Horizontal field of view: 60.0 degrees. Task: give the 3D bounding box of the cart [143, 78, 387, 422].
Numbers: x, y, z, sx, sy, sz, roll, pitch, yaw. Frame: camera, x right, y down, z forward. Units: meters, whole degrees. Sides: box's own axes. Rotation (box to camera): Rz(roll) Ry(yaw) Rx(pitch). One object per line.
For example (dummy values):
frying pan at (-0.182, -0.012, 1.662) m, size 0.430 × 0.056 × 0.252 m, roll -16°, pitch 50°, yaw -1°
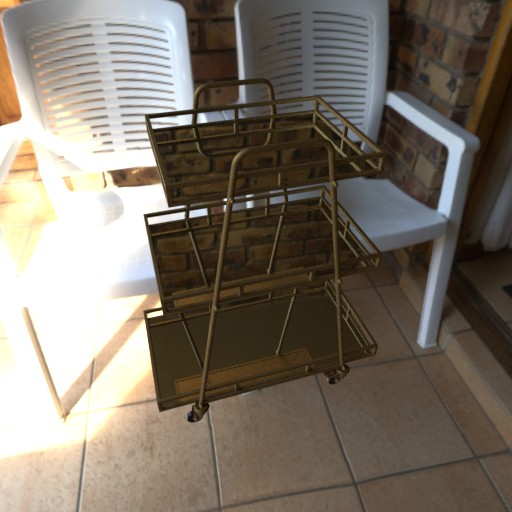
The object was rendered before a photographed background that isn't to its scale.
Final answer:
cart at (0.000, 0.000, 1.299) m, size 0.711 × 0.883 × 0.441 m, roll -11°, pitch 40°, yaw -13°
